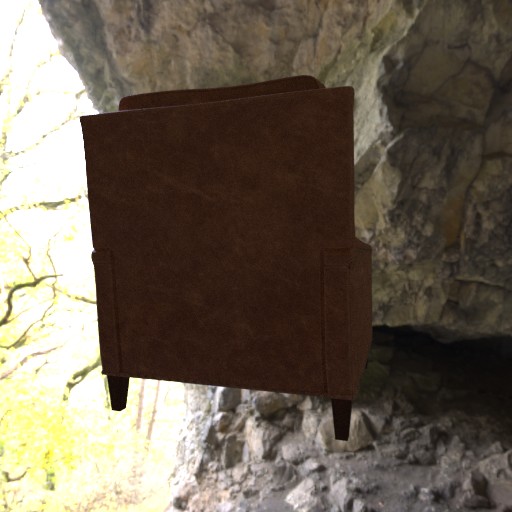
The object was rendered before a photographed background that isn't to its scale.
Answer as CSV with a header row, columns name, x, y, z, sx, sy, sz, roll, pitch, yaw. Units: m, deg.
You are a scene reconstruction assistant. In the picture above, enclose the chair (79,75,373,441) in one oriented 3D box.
name,x,y,z,sx,sy,sz,roll,pitch,yaw
chair,0.000,0.000,1.755,0.854,1.054,1.035,0,1,18
